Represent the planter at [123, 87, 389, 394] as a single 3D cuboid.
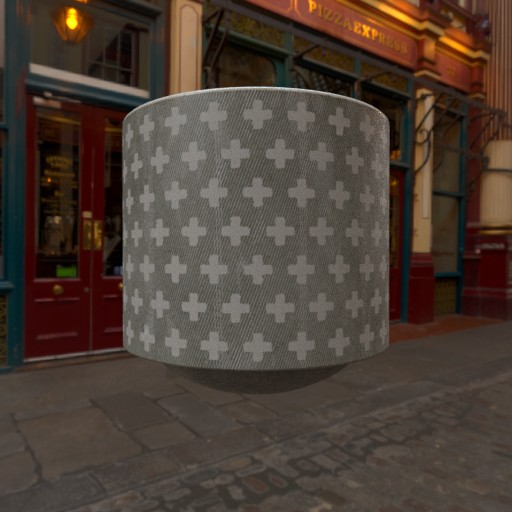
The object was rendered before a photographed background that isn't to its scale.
[{"bbox_3d":[0.000,0.000,0.435,0.250,0.239,0.250,0,0,0],"label":"planter"}]
